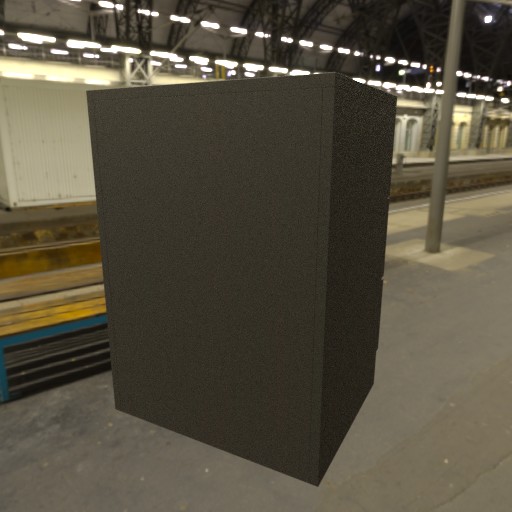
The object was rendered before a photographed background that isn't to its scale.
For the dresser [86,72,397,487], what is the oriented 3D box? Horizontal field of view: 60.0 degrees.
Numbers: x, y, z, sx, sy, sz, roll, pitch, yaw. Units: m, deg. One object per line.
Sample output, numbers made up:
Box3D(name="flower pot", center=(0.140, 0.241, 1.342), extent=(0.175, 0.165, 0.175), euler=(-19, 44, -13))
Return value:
Box3D(name="dresser", center=(0.000, 0.000, 0.814), extent=(0.400, 0.560, 0.360), euler=(8, 17, 28))
